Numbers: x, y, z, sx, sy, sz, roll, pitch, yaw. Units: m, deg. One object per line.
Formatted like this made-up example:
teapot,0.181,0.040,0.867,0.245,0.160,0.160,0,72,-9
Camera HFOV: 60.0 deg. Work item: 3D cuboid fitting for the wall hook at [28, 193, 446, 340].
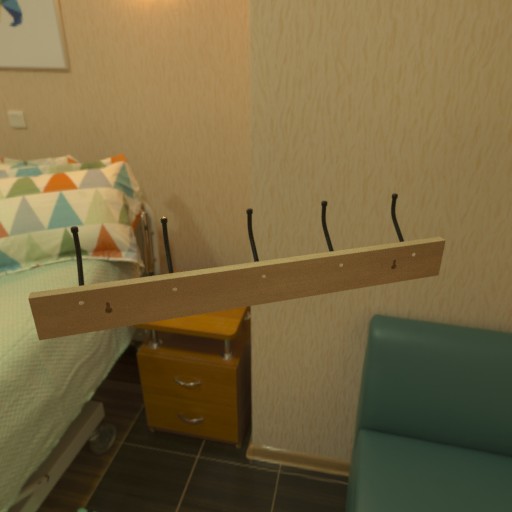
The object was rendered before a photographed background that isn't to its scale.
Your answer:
wall hook,0.000,0.000,0.618,0.571,0.117,0.071,-8,27,-15
